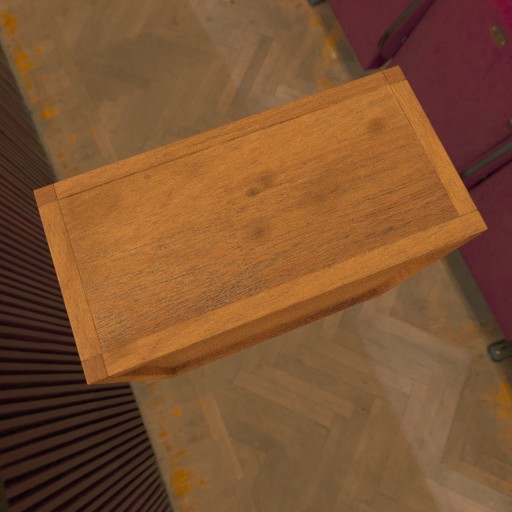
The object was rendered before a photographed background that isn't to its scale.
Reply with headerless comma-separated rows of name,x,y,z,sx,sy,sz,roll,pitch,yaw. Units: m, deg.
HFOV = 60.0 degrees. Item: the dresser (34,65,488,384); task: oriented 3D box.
dresser,0.000,0.000,1.260,0.804,0.804,0.427,-21,76,-5
